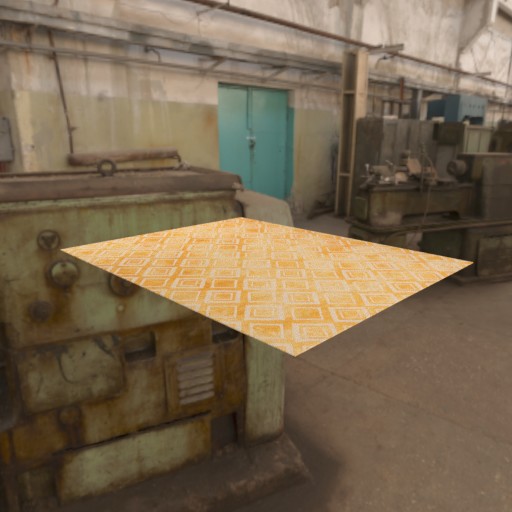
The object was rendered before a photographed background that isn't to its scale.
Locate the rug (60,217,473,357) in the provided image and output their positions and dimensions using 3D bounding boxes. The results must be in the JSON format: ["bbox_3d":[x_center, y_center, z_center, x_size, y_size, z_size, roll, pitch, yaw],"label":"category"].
[{"bbox_3d":[0.000,0.000,4.158,2.433,0.011,3.037,-15,22,-43],"label":"rug"}]
